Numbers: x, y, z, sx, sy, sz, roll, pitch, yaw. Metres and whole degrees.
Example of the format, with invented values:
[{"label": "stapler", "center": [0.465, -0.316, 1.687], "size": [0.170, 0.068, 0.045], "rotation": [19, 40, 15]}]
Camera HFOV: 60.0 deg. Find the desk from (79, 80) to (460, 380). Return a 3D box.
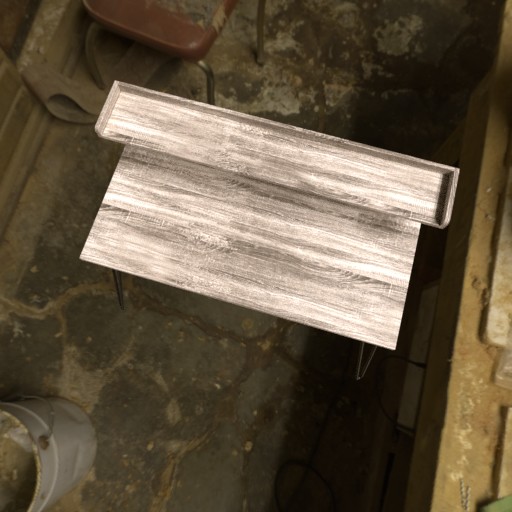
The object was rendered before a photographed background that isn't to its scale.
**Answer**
[{"label": "desk", "center": [0.000, 0.000, 1.632], "size": [1.135, 0.899, 0.605], "rotation": [16, 75, 4]}]
